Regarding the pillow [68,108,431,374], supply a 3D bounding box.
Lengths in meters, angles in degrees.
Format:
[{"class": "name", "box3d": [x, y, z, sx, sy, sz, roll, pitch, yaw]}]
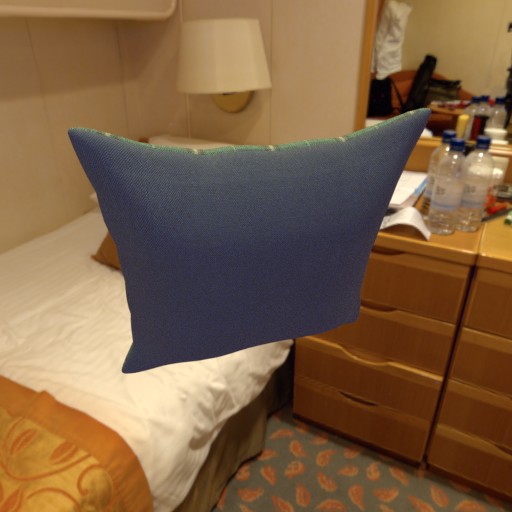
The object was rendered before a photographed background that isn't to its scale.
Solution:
[{"class": "pillow", "box3d": [0.000, 0.000, 0.672, 0.453, 0.430, 0.200, -9, 29, -16]}]
